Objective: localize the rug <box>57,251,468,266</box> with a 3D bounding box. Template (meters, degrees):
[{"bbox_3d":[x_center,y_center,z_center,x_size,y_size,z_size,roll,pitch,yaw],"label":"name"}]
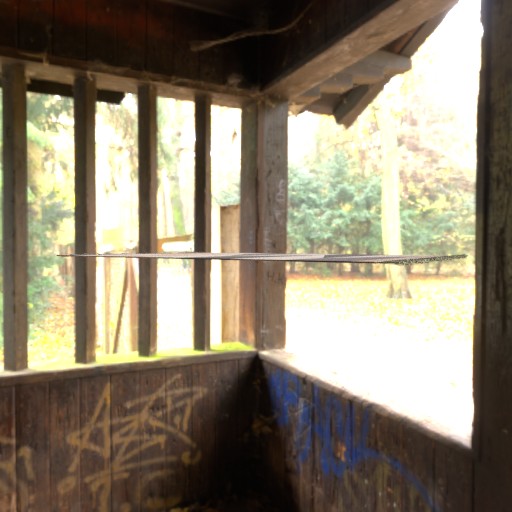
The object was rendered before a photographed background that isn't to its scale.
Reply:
[{"bbox_3d":[0.000,0.000,2.512,2.021,0.027,1.224,1,2,35],"label":"rug"}]
